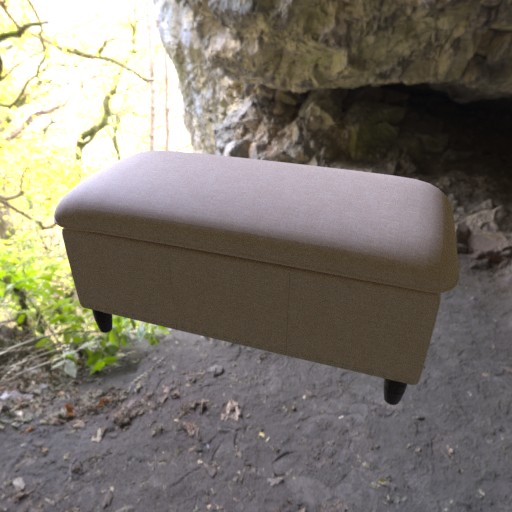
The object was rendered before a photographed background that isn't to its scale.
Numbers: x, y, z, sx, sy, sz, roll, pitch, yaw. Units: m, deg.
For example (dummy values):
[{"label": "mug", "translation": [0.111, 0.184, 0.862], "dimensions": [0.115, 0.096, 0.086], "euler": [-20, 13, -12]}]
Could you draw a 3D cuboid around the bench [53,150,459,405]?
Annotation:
[{"label": "bench", "translation": [0.000, 0.000, 1.252], "dimensions": [0.991, 0.483, 0.483], "euler": [10, 32, 16]}]
